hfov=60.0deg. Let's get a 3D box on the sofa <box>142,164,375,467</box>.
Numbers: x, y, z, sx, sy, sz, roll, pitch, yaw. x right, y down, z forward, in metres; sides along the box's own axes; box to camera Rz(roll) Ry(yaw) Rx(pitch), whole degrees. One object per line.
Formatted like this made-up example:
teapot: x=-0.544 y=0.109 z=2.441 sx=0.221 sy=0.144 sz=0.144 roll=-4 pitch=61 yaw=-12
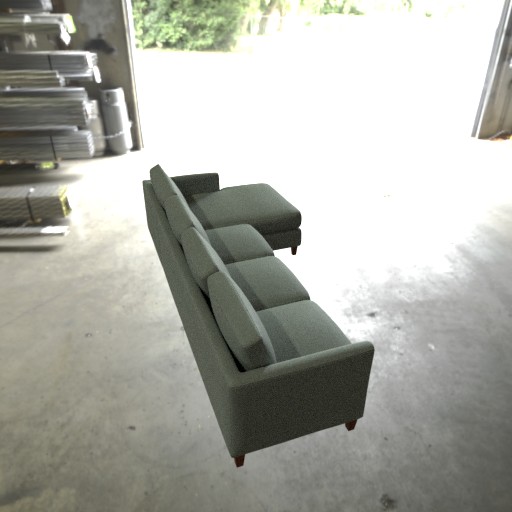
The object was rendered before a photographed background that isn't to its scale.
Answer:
sofa: x=0.000 y=0.000 z=4.123 sx=1.604 sy=0.950 sz=3.471 roll=-10 pitch=31 yaw=-18
